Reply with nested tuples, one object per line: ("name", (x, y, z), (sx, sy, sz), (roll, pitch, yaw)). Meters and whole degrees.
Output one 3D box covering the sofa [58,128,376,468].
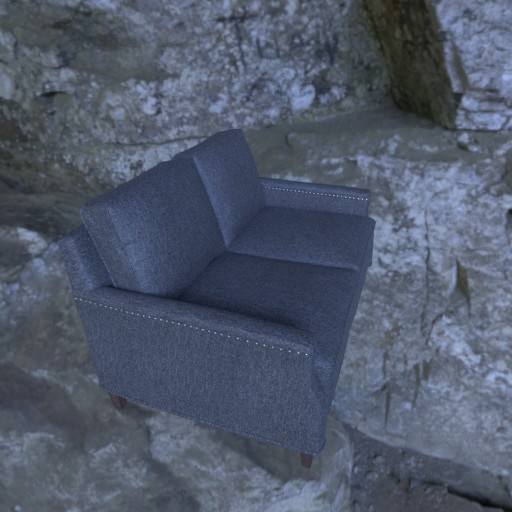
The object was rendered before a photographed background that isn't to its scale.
("sofa", (0.000, 0.000, 2.289), (1.084, 1.003, 1.597), (10, 30, 17))
